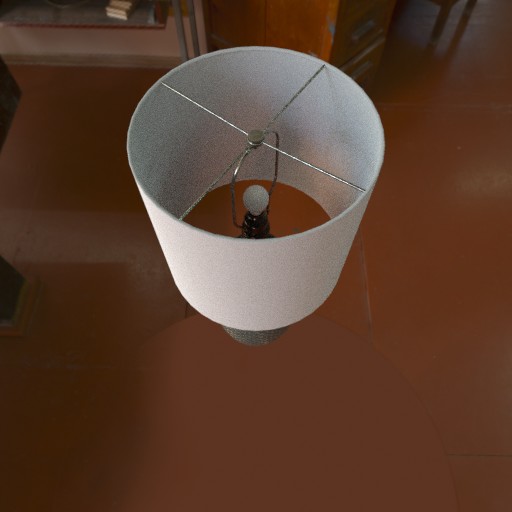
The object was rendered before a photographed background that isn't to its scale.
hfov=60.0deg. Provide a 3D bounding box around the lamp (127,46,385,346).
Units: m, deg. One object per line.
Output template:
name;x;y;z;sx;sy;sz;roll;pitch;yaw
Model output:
lamp;0.000;0.000;0.575;0.217;0.453;0.217;32;67;16
